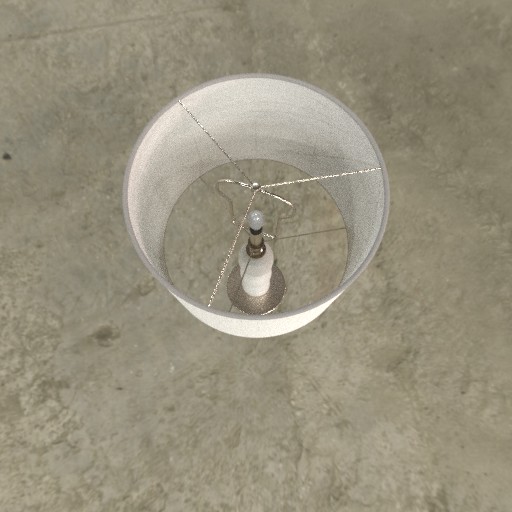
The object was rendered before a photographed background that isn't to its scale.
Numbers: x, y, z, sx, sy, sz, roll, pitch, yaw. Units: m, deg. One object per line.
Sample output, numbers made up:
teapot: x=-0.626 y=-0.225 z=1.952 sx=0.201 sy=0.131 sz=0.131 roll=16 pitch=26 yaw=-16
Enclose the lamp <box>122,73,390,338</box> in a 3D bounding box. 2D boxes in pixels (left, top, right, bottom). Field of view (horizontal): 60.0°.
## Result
lamp: x=0.000 y=0.000 z=0.734 sx=0.282 sy=0.559 sz=0.280 roll=19 pitch=76 yaw=5
